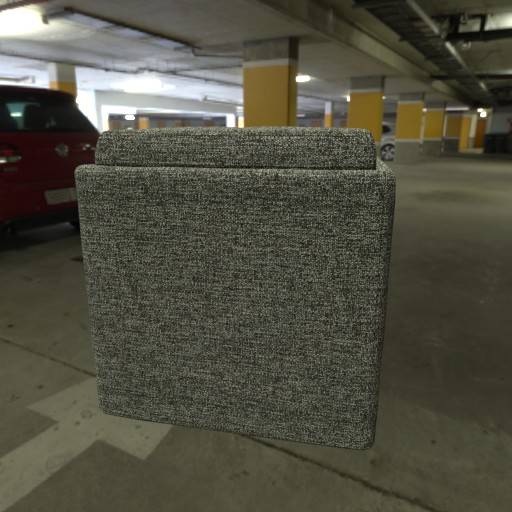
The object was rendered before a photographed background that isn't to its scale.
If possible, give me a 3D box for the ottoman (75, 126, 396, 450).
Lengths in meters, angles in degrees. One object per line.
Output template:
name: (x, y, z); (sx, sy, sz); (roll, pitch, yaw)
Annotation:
ottoman: (0.000, 0.000, 0.830); (0.450, 0.463, 0.450); (3, 16, 12)
